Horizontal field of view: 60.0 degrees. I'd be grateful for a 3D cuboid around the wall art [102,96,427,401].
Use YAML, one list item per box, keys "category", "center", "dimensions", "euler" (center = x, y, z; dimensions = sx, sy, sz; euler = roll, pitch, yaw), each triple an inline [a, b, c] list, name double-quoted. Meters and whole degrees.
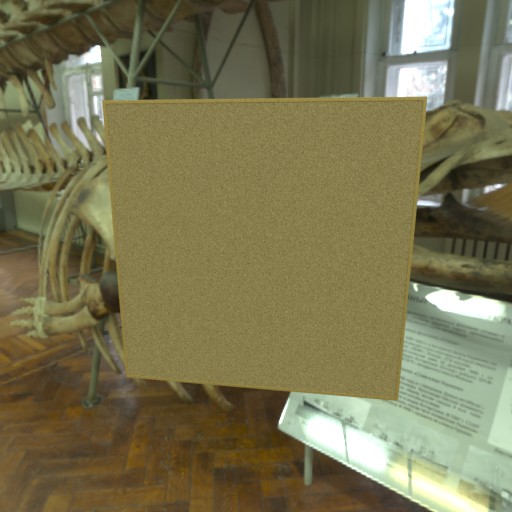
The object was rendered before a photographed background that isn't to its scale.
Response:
- category: "wall art"
  center: [0.000, 0.000, 1.431]
  dimensions: [0.962, 0.959, 0.013]
  euler: [2, 16, 9]
